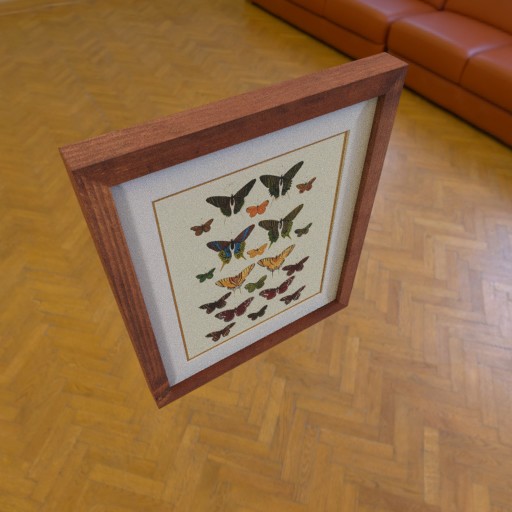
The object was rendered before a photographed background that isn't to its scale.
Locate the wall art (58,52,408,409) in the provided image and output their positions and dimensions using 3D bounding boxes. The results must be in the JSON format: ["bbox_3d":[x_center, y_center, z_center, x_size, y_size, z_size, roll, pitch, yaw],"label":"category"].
[{"bbox_3d":[0.000,0.000,0.602,0.377,0.449,0.039,-24,51,-21],"label":"wall art"}]
